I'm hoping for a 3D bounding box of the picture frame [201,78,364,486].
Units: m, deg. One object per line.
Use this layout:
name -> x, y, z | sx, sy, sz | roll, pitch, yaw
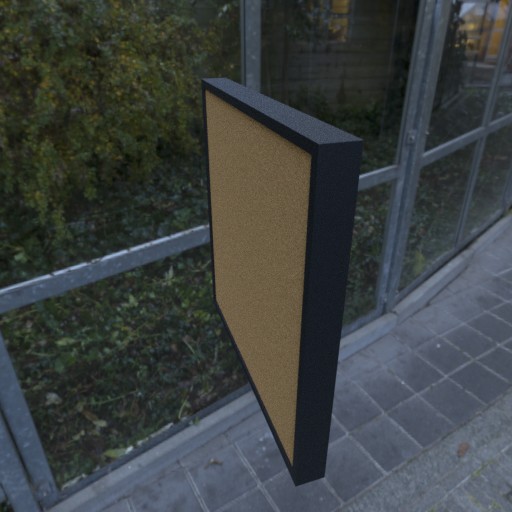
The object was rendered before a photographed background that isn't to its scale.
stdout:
picture frame -> 0.000, 0.000, 0.470 | 0.030, 0.317, 0.317 | -9, 30, -16
